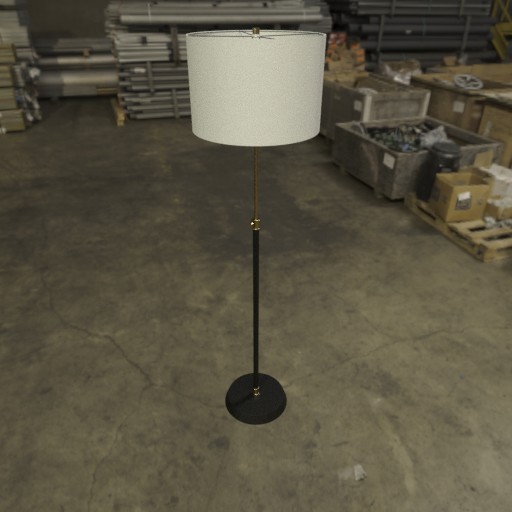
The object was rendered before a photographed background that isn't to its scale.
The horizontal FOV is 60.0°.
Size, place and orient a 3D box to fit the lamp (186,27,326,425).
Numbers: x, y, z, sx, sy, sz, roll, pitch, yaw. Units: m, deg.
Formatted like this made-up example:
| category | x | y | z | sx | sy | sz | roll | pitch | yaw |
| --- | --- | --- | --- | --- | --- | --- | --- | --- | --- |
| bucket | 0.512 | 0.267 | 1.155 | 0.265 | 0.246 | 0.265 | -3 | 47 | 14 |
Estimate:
| category | x | y | z | sx | sy | sz | roll | pitch | yaw |
| --- | --- | --- | --- | --- | --- | --- | --- | --- | --- |
| lamp | 0.000 | 0.000 | 1.655 | 0.404 | 1.517 | 0.404 | -8 | 31 | -14 |
